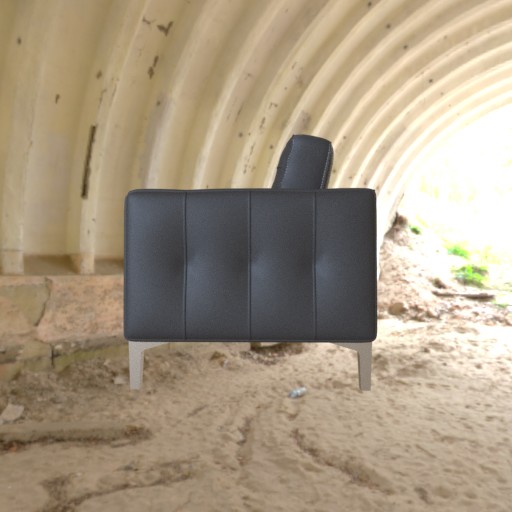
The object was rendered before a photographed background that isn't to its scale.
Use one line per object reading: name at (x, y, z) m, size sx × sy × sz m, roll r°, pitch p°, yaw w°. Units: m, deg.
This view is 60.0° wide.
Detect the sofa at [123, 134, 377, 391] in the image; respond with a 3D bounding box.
sofa at (0.000, 0.000, 2.249) m, size 0.833 × 0.893 × 1.726 m, roll 0°, pitch -1°, yaw 1°
